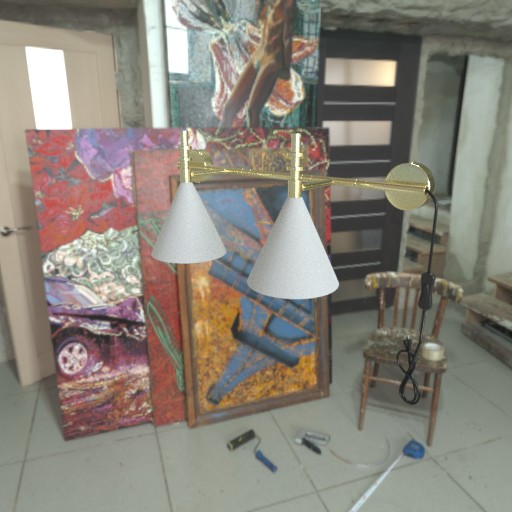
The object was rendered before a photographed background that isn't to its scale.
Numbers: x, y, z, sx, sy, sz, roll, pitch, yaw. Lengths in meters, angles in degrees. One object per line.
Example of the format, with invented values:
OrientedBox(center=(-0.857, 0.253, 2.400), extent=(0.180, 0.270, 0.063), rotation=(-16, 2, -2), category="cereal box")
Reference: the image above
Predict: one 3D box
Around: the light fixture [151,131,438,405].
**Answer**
OrientedBox(center=(0.000, 0.000, 0.867), extent=(0.642, 0.468, 0.239), rotation=(14, 22, 39), category="light fixture")
